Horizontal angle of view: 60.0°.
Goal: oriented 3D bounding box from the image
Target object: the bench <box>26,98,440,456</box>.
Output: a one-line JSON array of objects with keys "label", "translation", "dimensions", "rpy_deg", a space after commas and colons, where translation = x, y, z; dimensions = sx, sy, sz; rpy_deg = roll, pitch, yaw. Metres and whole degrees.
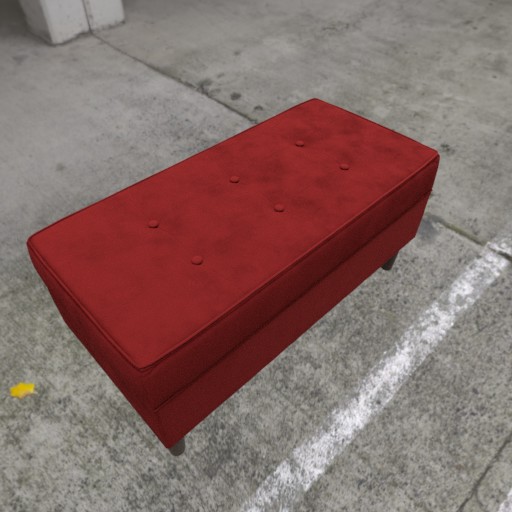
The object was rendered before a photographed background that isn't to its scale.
[{"label": "bench", "translation": [0.000, 0.000, 1.272], "dimensions": [1.016, 0.471, 0.492], "rpy_deg": [-34, 55, -29]}]
